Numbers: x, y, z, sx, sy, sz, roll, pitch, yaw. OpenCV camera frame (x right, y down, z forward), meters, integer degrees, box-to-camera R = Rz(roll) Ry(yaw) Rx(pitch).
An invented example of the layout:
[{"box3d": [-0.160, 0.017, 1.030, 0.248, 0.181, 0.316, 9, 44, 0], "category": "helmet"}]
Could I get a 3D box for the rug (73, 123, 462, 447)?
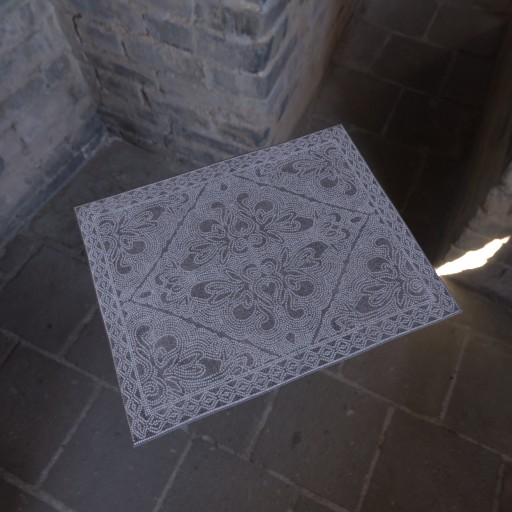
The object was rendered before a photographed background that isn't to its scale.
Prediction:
[{"box3d": [0.000, 0.000, 4.230, 3.048, 0.012, 2.438, -19, 64, -10], "category": "rug"}]
